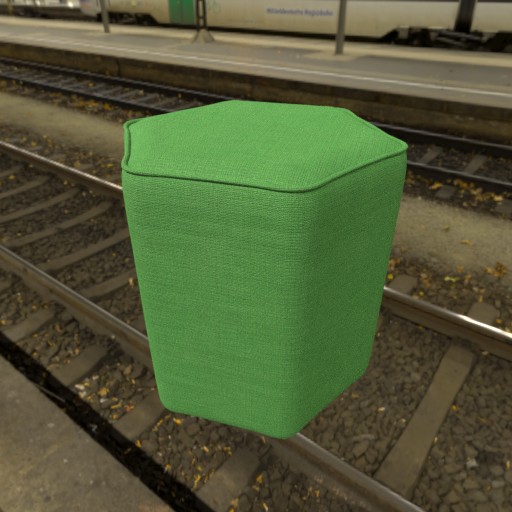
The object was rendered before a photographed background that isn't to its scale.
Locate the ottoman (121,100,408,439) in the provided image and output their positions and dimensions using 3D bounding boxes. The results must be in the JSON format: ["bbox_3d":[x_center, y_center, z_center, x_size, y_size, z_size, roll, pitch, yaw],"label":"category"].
[{"bbox_3d":[0.000,0.000,0.870,0.499,0.507,0.444,9,33,14],"label":"ottoman"}]
